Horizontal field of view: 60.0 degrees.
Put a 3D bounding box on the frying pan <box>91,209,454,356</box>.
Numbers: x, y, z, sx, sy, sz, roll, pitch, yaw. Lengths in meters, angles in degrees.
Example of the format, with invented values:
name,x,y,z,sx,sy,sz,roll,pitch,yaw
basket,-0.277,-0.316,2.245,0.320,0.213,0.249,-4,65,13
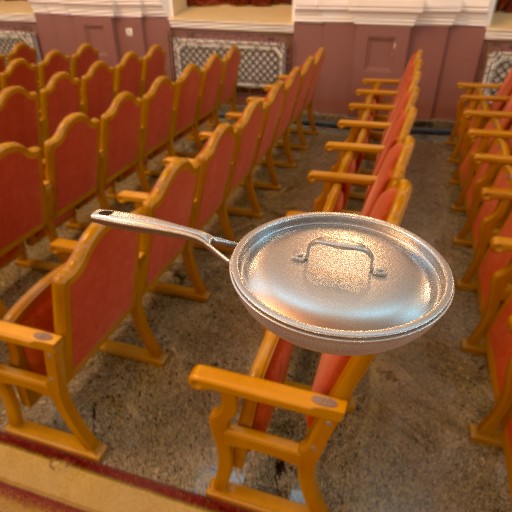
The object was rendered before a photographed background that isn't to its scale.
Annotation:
name,x,y,z,sx,sy,sz,roll,pitch,yaw
frying pan,0.000,0.000,0.589,0.490,0.086,0.272,10,34,16
